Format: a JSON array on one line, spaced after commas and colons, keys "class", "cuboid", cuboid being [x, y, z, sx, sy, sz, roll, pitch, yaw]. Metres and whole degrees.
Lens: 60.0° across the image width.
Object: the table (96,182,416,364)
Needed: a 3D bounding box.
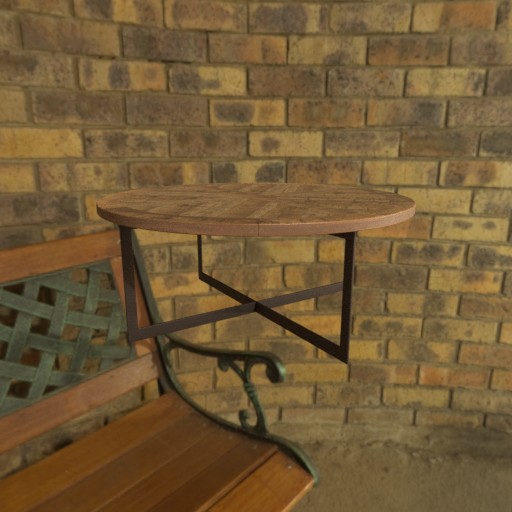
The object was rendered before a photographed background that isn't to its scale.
[{"class": "table", "cuboid": [0.000, 0.000, 1.921, 1.264, 0.516, 1.264, 0, 15, 0]}]
